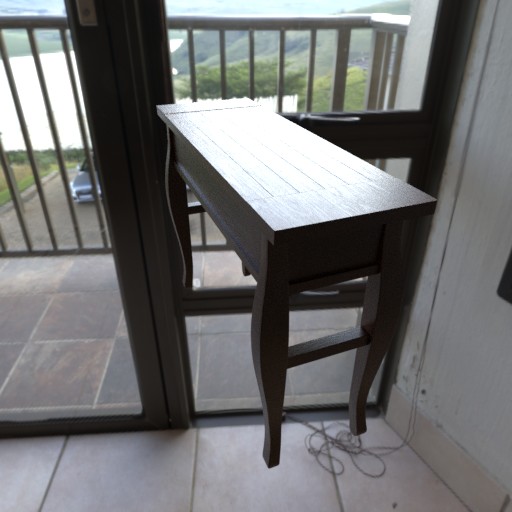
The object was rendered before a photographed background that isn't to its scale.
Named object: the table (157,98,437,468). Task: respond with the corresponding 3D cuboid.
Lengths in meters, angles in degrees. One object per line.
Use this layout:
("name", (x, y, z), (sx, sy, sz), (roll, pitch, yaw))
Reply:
("table", (0.000, 0.000, 1.446), (0.373, 0.768, 1.062), (-12, 33, -19))
